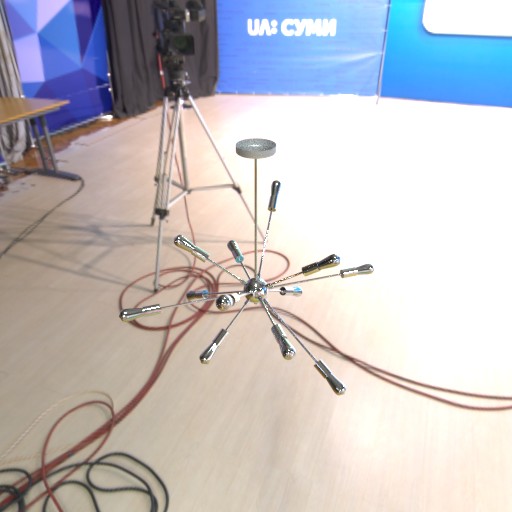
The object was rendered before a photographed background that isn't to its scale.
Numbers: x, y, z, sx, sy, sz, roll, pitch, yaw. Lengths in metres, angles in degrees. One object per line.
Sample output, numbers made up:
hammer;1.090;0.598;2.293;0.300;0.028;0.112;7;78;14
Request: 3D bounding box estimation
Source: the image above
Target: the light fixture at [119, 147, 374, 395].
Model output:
light fixture;0.000;0.000;1.087;0.684;0.558;0.509;-10;34;-15
